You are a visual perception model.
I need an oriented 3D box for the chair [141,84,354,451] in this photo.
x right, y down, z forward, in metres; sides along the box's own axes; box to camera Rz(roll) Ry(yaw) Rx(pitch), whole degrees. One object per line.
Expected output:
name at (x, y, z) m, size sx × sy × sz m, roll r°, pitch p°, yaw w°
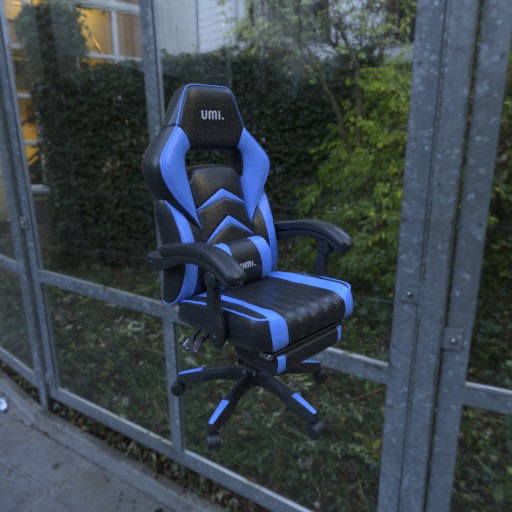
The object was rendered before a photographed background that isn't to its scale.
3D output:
chair at (0.000, 0.000, 1.717) m, size 0.700 × 1.280 × 0.700 m, roll -15°, pitch 21°, yaw -43°
